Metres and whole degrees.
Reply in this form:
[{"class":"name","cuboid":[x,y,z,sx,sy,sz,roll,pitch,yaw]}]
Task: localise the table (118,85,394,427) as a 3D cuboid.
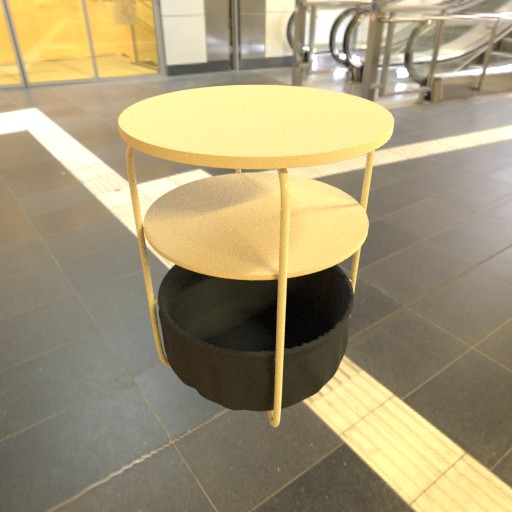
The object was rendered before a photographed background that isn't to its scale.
[{"class":"table","cuboid":[0.000,0.000,0.834,0.418,0.532,0.418,20,37,29]}]
